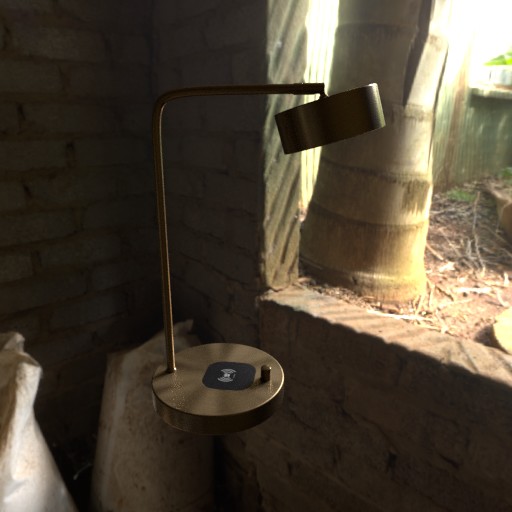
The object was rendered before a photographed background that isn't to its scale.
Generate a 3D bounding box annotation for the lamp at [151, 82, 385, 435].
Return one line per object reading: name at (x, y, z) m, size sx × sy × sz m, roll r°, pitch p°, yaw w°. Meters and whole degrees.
lamp at (0.000, 0.000, 0.522) m, size 0.270 × 0.380 × 0.171 m, roll 3°, pitch 17°, yaw 9°
